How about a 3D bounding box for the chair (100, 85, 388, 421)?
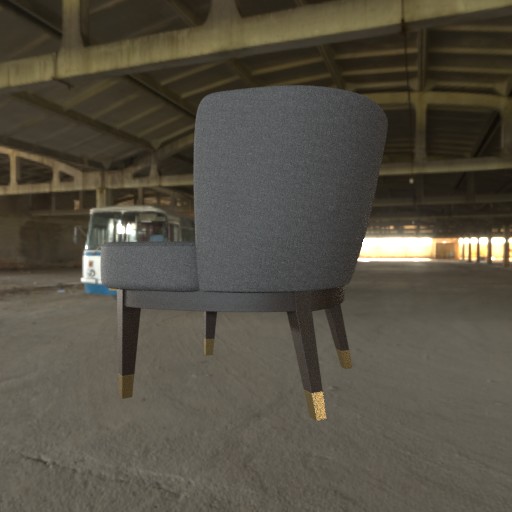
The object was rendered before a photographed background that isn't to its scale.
[{"bbox_3d":[0.000,0.000,1.230,0.698,0.695,0.639,0,1,20],"label":"chair"}]
